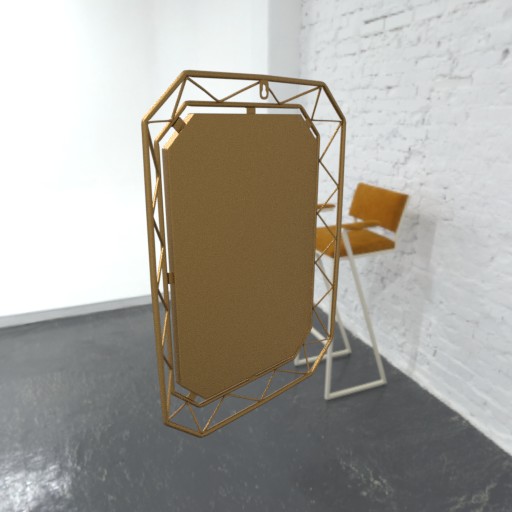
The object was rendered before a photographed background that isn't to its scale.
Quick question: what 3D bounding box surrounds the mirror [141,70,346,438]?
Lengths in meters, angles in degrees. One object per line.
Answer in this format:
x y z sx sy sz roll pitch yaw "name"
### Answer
0.000 0.000 0.747 0.417 0.566 0.042 -15 23 -40 "mirror"
